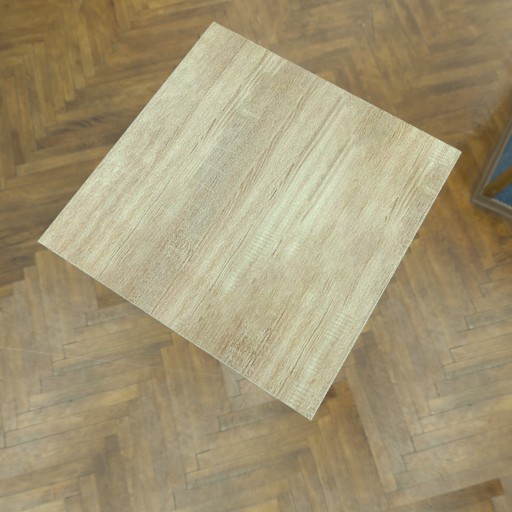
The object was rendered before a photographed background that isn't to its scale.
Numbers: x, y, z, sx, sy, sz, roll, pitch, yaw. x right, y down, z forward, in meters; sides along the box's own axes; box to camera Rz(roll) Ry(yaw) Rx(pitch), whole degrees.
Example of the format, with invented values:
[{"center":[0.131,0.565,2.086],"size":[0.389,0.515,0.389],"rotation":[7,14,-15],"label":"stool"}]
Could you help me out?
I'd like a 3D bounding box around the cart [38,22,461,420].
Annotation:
[{"center":[0.000,0.000,1.117],"size":[0.520,0.762,0.521],"rotation":[31,77,8],"label":"cart"}]
